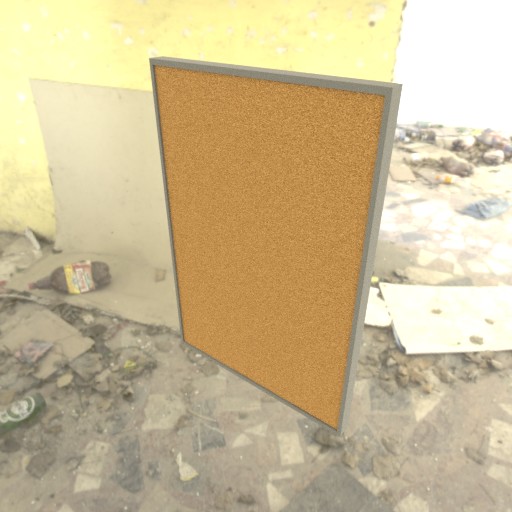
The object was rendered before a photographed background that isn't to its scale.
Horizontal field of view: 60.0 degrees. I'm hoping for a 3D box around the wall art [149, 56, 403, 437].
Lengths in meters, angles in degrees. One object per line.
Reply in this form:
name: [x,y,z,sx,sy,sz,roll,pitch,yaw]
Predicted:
wall art: [0.000,0.000,0.958,0.511,0.753,0.039,22,37,32]
